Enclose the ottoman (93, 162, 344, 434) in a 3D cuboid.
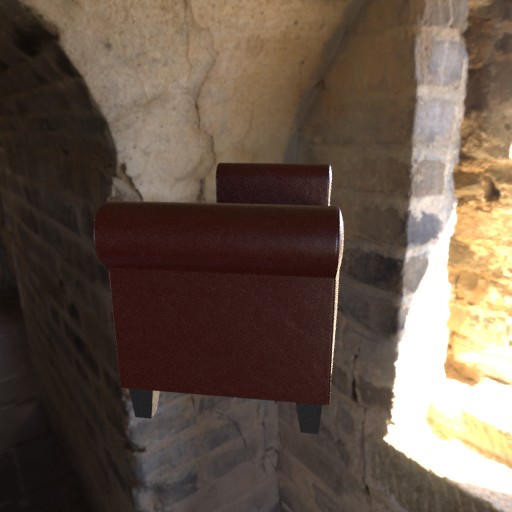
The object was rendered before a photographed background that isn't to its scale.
[{"bbox_3d":[0.000,0.000,1.533,0.521,0.547,1.256,2,16,8],"label":"ottoman"}]
